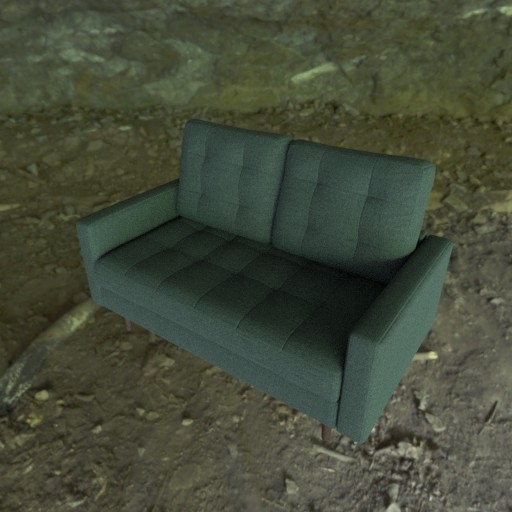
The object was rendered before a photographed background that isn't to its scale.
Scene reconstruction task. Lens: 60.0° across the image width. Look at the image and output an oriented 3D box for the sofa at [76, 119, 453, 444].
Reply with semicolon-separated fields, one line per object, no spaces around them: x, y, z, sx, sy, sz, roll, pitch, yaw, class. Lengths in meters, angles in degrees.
0.000;0.000;1.913;1.407;0.907;0.842;19;35;30;sofa
